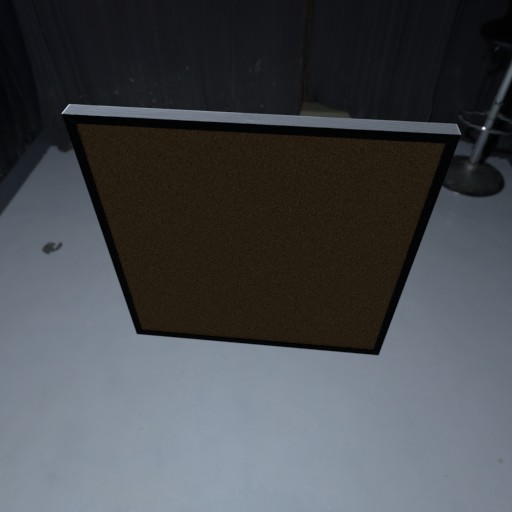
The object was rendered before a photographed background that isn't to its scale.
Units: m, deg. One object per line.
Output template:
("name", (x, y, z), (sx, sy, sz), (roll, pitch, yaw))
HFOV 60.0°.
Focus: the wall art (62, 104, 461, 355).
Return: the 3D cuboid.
("wall art", (0.000, 0.000, 1.127), (0.761, 0.761, 0.037), (4, 46, 4))
